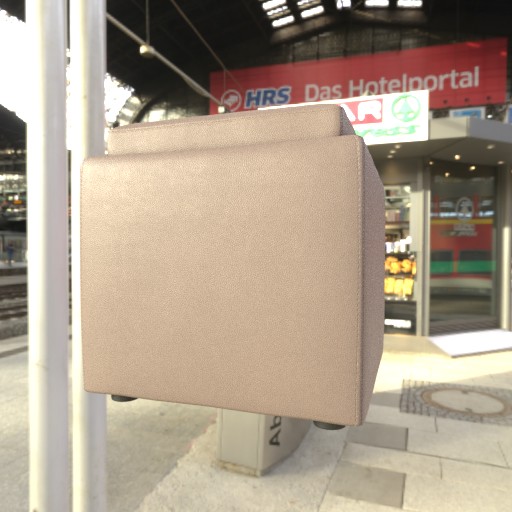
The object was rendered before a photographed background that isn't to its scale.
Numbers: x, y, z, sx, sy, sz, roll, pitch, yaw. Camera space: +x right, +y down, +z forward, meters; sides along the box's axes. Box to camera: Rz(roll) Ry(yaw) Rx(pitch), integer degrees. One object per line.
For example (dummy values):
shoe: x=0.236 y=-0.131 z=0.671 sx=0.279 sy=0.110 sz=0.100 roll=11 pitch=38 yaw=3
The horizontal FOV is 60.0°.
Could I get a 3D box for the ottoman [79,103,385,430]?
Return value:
ottoman: x=0.000 y=0.000 z=0.829 sx=0.450 sy=0.460 sz=0.451 roll=0 pitch=1 yaw=19
